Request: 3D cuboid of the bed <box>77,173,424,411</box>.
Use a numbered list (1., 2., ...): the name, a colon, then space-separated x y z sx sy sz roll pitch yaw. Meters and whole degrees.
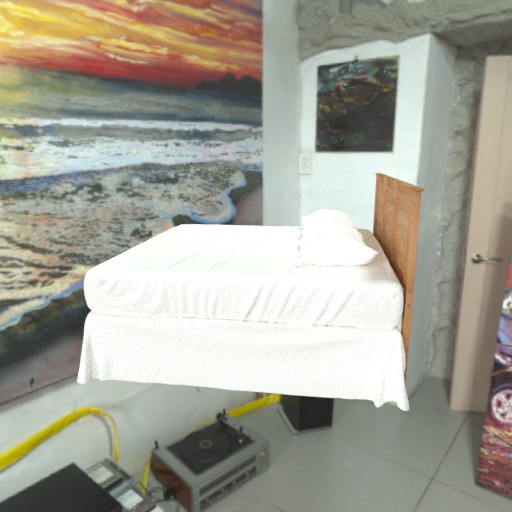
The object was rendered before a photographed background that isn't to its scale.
1. bed: 0.000 0.000 3.644 2.215 1.270 2.317 2 13 9
